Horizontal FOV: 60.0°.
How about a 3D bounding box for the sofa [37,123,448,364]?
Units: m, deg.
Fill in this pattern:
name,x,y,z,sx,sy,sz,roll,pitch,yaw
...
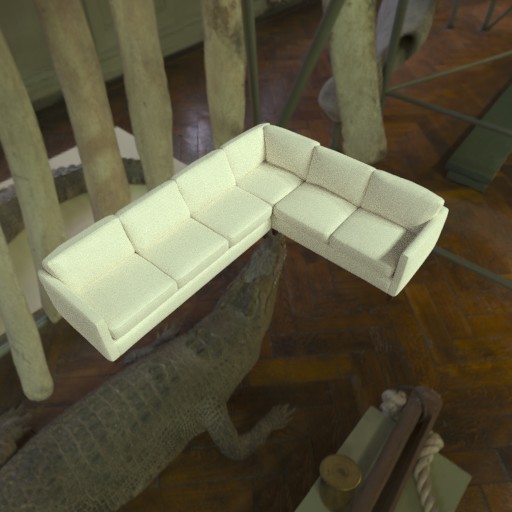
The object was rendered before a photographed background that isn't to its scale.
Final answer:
name,x,y,z,sx,sy,sz,roll,pitch,yaw
sofa,0.000,0.000,4.509,2.593,0.947,3.302,32,54,26
